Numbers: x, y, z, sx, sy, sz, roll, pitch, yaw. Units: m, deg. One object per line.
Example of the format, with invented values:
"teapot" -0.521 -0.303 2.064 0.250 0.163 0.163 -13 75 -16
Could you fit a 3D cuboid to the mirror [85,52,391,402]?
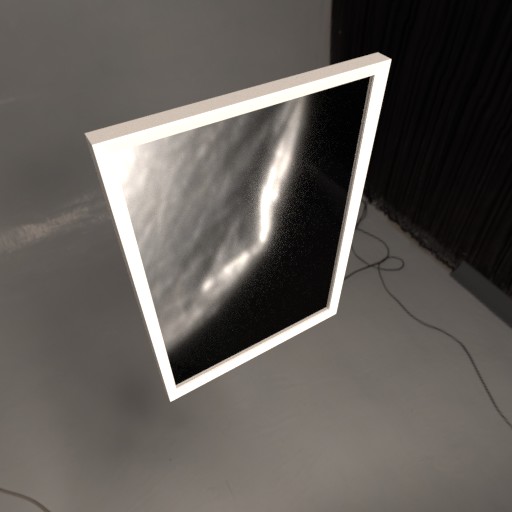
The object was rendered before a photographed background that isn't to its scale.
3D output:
"mirror" 0.000 0.000 0.917 0.507 0.710 0.039 -24 51 -21
